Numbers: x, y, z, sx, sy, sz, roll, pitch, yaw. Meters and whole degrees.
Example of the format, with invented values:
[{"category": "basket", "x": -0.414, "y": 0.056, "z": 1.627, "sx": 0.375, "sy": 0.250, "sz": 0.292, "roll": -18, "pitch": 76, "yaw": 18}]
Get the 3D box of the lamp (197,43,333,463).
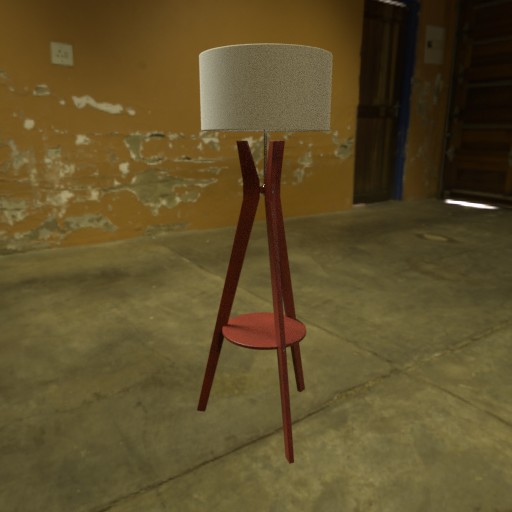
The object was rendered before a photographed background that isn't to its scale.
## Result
[{"category": "lamp", "x": 0.000, "y": 0.000, "z": 1.778, "sx": 0.542, "sy": 1.472, "sz": 0.539, "roll": 3, "pitch": 15, "yaw": 10}]
